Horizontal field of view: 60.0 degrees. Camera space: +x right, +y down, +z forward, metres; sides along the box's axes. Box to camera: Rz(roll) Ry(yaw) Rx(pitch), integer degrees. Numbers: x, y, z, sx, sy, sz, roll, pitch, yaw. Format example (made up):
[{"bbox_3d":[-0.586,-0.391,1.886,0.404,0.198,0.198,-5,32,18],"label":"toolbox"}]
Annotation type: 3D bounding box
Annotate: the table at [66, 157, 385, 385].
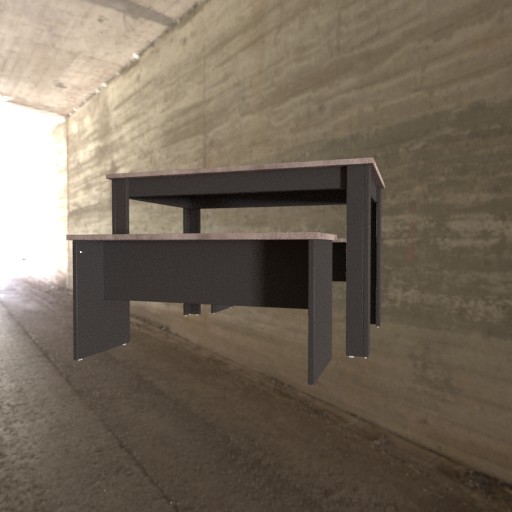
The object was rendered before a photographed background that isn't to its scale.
[{"bbox_3d":[0.000,0.000,2.045,1.100,0.700,1.443,0,1,19],"label":"table"}]
